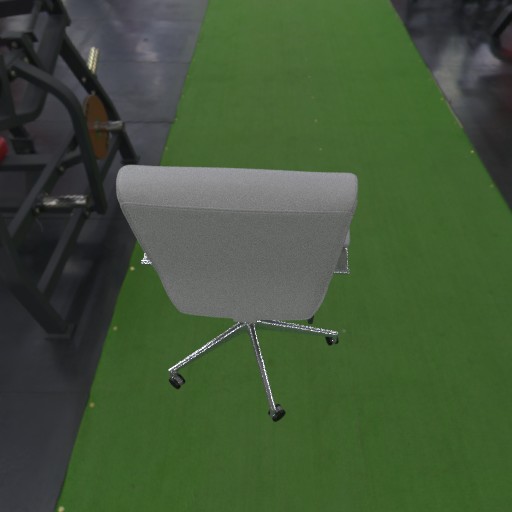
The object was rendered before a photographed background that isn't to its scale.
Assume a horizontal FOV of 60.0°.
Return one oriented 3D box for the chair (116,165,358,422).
[{"bbox_3d":[0.000,0.000,1.593,0.727,1.099,0.745,3,46,3],"label":"chair"}]
